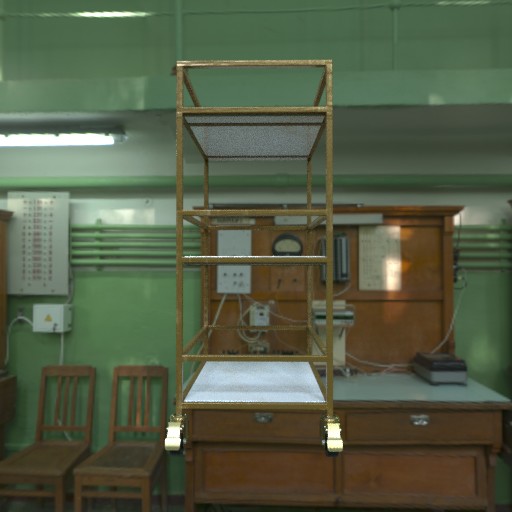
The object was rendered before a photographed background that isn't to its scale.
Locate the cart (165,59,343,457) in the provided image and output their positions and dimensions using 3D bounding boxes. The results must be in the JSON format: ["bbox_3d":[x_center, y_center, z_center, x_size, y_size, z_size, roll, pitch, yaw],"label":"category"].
[{"bbox_3d":[0.000,0.000,1.039,0.332,0.761,0.483,0,-1,1],"label":"cart"}]
